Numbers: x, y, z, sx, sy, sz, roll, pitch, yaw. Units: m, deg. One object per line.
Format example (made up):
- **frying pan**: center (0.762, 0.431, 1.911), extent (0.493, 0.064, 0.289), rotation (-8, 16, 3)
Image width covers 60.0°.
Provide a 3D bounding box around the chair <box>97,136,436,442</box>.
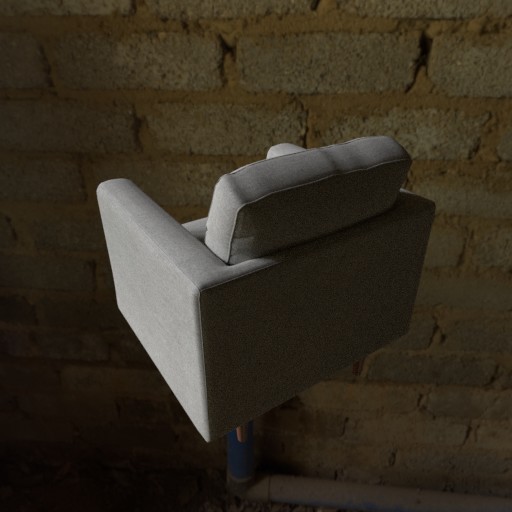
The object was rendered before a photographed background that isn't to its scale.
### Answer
- **chair**: center (0.000, 0.000, 1.576), extent (0.855, 0.927, 0.800), rotation (-19, 36, -28)
